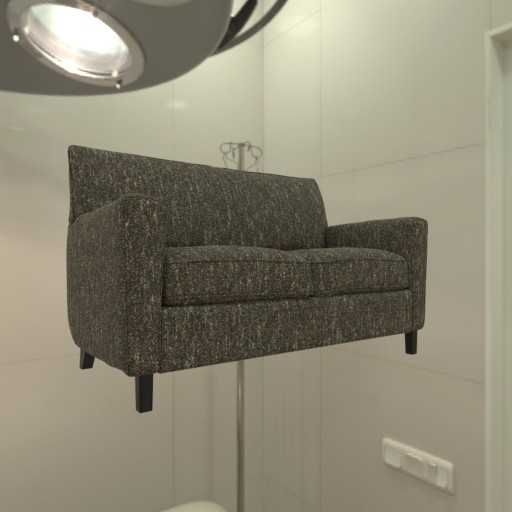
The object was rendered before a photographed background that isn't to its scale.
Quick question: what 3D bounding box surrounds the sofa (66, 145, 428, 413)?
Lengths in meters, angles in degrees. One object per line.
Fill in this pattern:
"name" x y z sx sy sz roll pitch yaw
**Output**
"sofa" 0.000 0.000 2.028 1.519 0.946 0.801 0 0 -36
